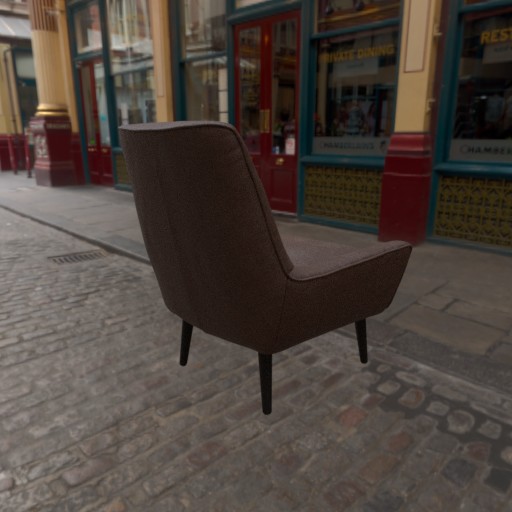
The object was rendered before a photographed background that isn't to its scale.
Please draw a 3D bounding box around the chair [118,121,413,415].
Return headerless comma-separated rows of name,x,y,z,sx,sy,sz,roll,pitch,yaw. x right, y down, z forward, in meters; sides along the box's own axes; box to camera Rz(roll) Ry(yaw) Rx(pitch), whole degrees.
chair,0.000,0.000,1.562,0.787,0.888,0.824,14,20,43
